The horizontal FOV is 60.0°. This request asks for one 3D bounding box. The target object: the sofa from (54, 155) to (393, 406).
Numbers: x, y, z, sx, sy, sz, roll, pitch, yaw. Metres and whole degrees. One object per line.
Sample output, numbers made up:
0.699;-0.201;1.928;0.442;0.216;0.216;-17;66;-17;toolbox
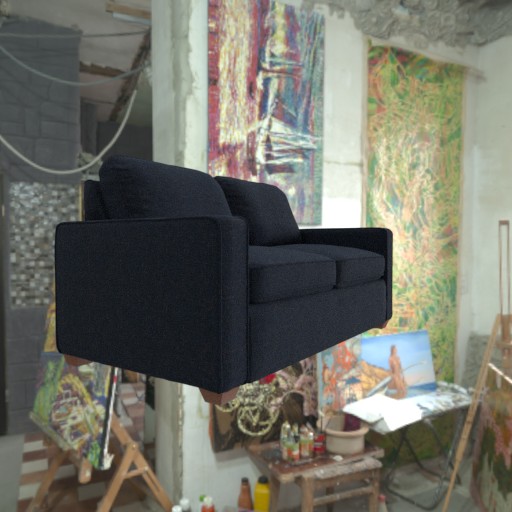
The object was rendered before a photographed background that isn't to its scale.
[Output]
0.000;0.000;2.315;0.947;0.918;1.709;1;2;35;sofa
